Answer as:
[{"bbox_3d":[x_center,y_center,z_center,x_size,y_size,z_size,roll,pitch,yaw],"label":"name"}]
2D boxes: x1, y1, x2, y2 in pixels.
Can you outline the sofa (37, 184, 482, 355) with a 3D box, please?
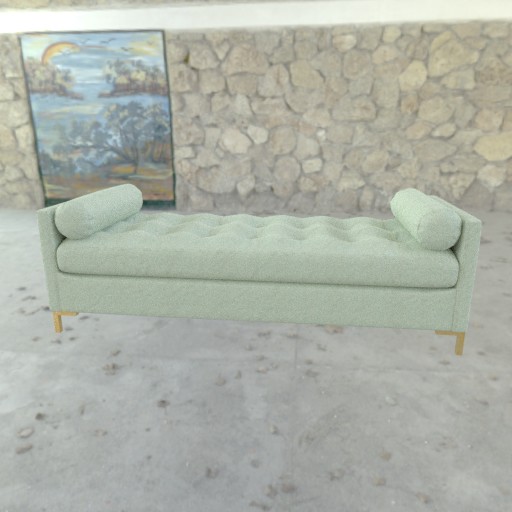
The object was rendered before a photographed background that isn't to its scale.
[{"bbox_3d":[0.000,0.000,2.479,2.102,0.705,0.796,2,16,7],"label":"sofa"}]
